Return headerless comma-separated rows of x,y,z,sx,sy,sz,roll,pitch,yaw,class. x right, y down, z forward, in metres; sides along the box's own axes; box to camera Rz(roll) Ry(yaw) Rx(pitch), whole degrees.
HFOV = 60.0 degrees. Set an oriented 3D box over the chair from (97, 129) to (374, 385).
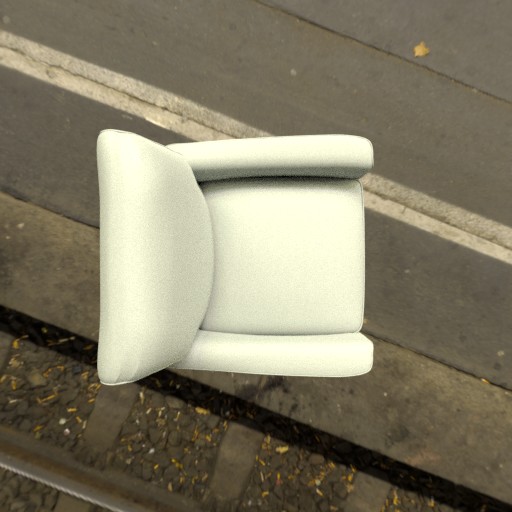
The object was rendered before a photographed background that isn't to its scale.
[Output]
0.000,0.000,1.628,0.846,1.007,0.853,0,90,0,chair
